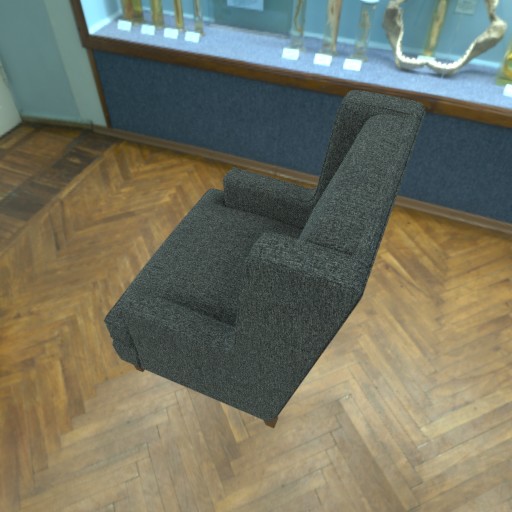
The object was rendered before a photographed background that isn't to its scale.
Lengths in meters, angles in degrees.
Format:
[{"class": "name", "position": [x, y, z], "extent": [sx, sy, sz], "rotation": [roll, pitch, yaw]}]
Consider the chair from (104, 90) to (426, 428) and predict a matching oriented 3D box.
[{"class": "chair", "position": [0.000, 0.000, 1.797], "extent": [0.927, 1.082, 0.942], "rotation": [18, 49, 16]}]
